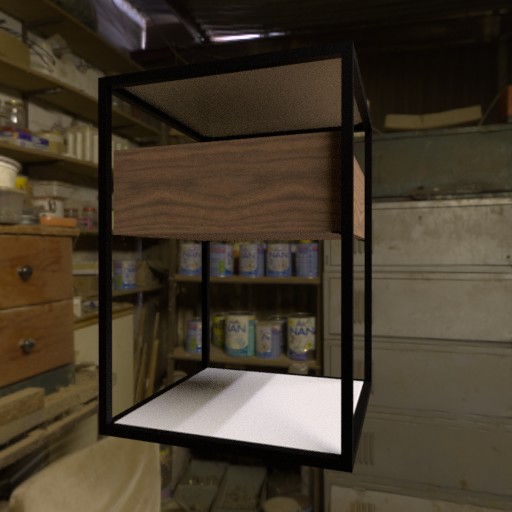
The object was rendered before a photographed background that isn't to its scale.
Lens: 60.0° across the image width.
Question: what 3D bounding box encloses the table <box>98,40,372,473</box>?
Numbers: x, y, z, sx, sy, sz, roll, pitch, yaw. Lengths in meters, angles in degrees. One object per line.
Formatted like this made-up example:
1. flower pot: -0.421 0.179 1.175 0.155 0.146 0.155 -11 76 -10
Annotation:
1. table: 0.000 0.000 0.791 0.378 0.540 0.378 0 0 18
